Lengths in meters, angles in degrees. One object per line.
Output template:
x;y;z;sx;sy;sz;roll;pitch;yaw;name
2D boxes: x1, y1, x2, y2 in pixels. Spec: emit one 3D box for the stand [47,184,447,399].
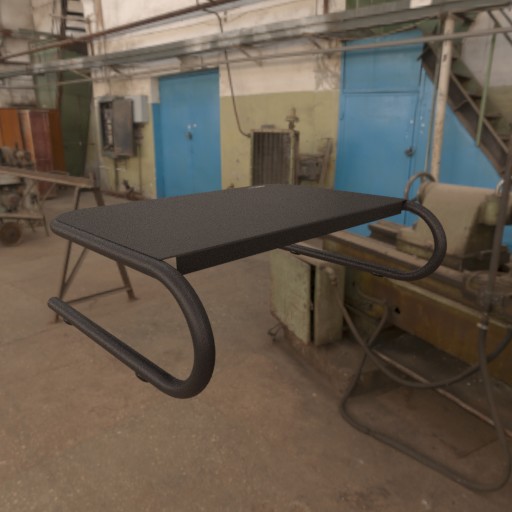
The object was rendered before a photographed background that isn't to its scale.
0.000;0.000;0.500;0.370;0.108;0.280;-16;23;-42;stand
